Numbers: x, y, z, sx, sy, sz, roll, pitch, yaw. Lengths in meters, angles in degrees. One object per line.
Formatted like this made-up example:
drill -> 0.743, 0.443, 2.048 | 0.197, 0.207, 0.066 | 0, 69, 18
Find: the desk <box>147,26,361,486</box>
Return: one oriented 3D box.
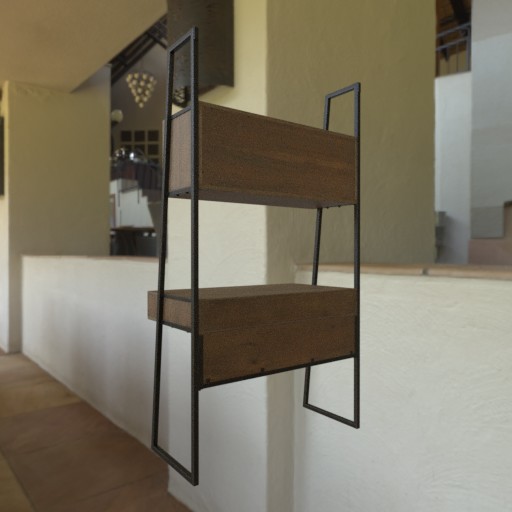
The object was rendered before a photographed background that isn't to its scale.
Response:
desk -> 0.000, 0.000, 2.232 | 0.982, 1.809, 0.515 | 0, 1, -36
